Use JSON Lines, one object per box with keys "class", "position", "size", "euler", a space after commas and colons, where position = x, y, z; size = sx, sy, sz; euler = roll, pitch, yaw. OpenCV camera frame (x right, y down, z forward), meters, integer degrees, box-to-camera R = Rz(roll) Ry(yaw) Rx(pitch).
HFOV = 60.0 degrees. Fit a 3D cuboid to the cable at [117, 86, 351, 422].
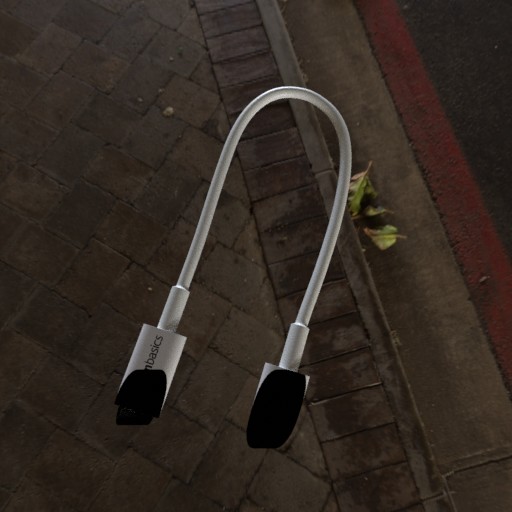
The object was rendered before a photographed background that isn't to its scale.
{"class": "cable", "position": [0.000, 0.000, 0.109], "size": [0.041, 0.005, 0.098], "euler": [17, 75, 4]}
